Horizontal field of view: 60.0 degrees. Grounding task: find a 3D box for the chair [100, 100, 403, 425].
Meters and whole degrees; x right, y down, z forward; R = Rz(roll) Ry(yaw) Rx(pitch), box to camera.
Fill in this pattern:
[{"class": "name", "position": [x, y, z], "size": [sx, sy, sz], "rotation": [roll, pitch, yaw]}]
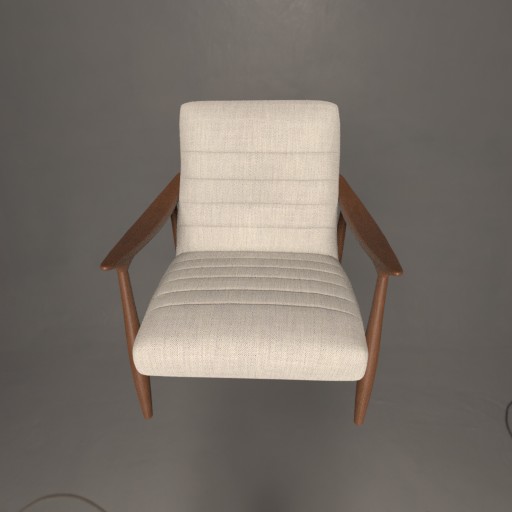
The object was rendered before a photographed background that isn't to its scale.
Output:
[{"class": "chair", "position": [0.000, 0.000, 1.430], "size": [0.741, 0.832, 0.798], "rotation": [1, 30, 2]}]
